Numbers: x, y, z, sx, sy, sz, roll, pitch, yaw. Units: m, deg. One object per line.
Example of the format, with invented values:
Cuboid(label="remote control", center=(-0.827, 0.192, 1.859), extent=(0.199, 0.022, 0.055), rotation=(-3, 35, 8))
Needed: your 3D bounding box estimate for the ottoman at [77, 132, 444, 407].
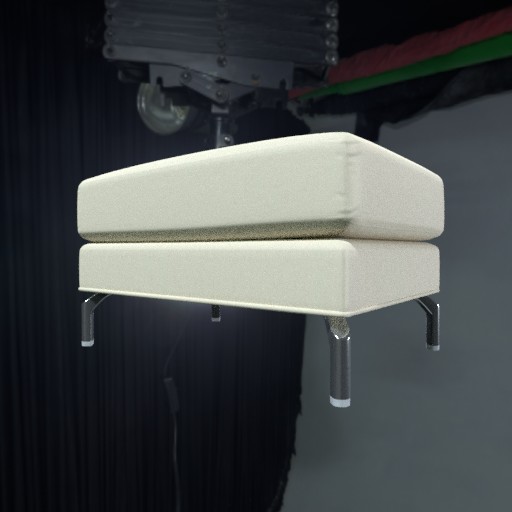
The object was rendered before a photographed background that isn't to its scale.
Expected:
Cuboid(label="ottoman", center=(0.000, 0.000, 1.201), extent=(0.835, 0.497, 0.581), rotation=(1, 1, 37))
